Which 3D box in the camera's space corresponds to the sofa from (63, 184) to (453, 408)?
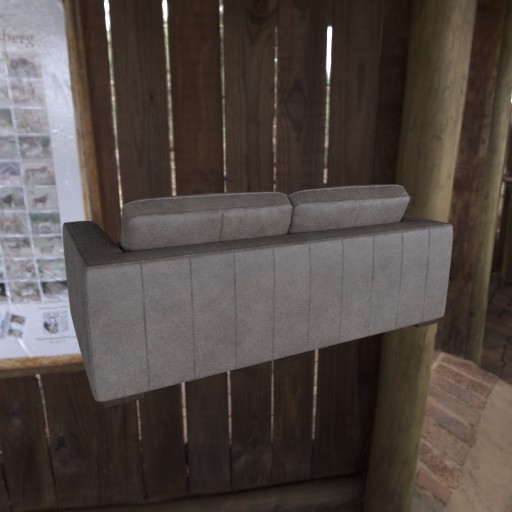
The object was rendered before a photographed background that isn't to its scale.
[{"bbox_3d":[0.000,0.000,2.478,1.920,0.800,1.070,-7,16,-26],"label":"sofa"}]
